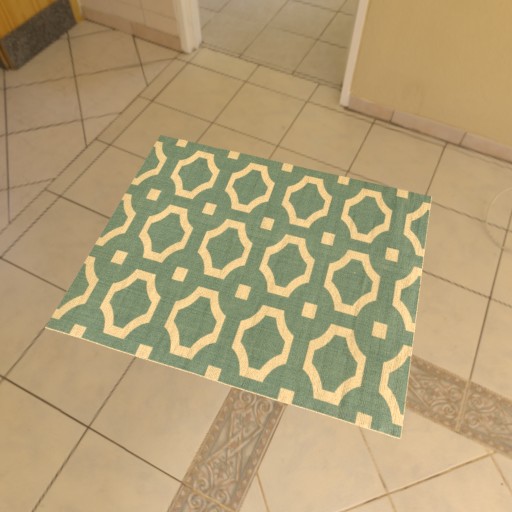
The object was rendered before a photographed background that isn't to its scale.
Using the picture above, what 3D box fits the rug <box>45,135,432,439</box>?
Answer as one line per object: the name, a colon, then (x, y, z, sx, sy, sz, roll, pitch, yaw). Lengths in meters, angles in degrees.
rug: (0.000, 0.000, 4.201, 3.049, 0.021, 2.466, 15, 59, 9)
